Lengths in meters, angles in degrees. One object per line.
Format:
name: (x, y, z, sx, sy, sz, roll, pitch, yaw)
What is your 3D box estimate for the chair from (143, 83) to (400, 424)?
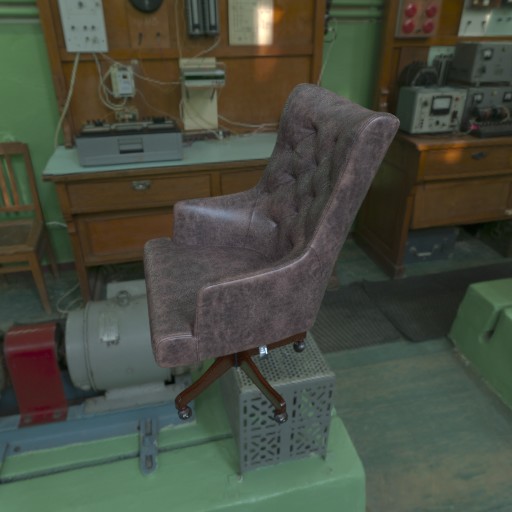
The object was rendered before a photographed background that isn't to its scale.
chair: (0.000, 0.000, 1.532, 0.762, 1.035, 0.641, -7, 30, -13)
